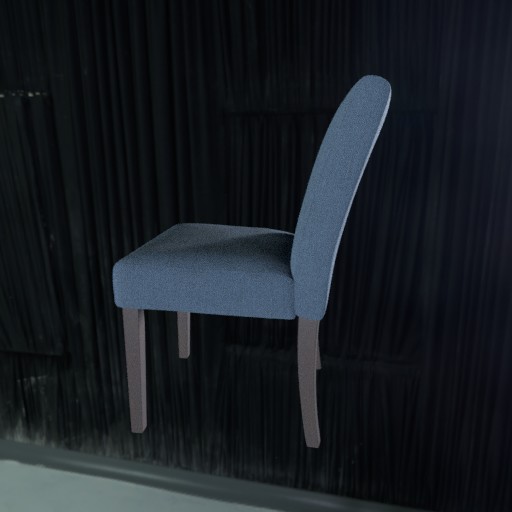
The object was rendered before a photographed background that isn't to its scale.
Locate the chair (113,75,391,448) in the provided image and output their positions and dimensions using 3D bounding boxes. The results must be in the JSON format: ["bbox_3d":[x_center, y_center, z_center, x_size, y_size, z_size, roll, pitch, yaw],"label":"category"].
[{"bbox_3d":[0.000,0.000,1.226,0.629,0.882,0.487,2,16,8],"label":"chair"}]
